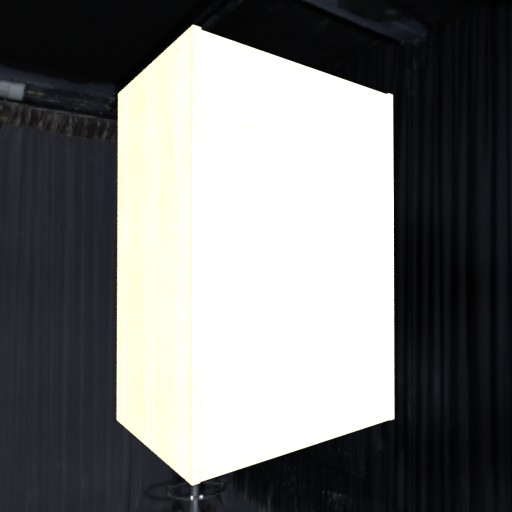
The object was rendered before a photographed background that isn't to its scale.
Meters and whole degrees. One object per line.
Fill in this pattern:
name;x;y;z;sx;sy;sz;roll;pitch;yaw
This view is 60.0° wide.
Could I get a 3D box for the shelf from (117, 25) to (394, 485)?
shelf;0.000;0.000;0.806;0.414;0.592;0.290;1;-1;-36
